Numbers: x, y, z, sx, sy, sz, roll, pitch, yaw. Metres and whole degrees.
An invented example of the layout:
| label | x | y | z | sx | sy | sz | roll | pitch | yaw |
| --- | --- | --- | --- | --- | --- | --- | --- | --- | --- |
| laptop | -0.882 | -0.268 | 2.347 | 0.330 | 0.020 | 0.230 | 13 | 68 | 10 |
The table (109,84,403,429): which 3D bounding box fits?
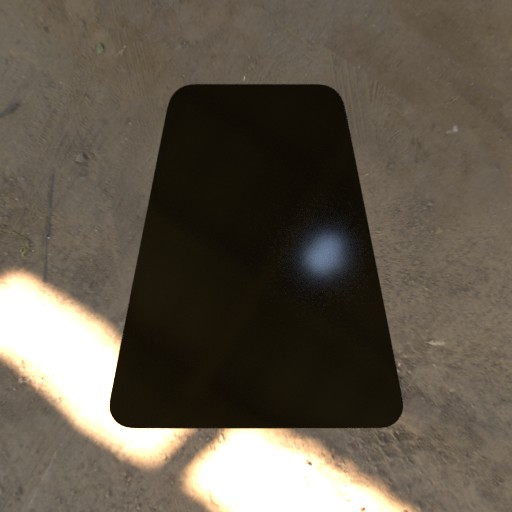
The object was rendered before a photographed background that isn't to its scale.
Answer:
| label | x | y | z | sx | sy | sz | roll | pitch | yaw |
| --- | --- | --- | --- | --- | --- | --- | --- | --- | --- |
| table | 0.000 | 0.000 | 0.953 | 0.427 | 0.624 | 0.500 | 0 | 90 | 0 |
